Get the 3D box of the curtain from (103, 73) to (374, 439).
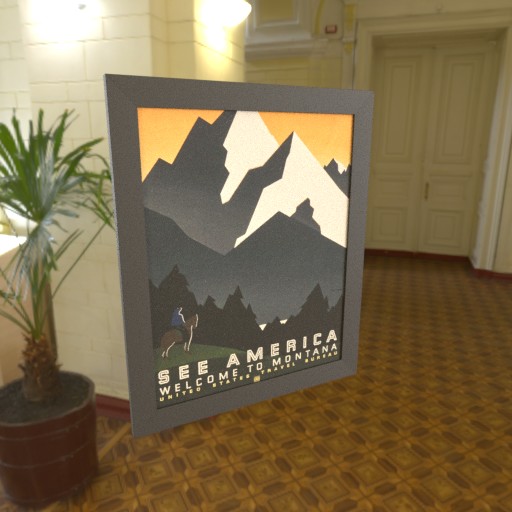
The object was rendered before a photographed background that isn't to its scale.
[{"bbox_3d":[0.000,0.000,0.805,0.483,0.585,0.027,-7,16,-26],"label":"curtain"}]
